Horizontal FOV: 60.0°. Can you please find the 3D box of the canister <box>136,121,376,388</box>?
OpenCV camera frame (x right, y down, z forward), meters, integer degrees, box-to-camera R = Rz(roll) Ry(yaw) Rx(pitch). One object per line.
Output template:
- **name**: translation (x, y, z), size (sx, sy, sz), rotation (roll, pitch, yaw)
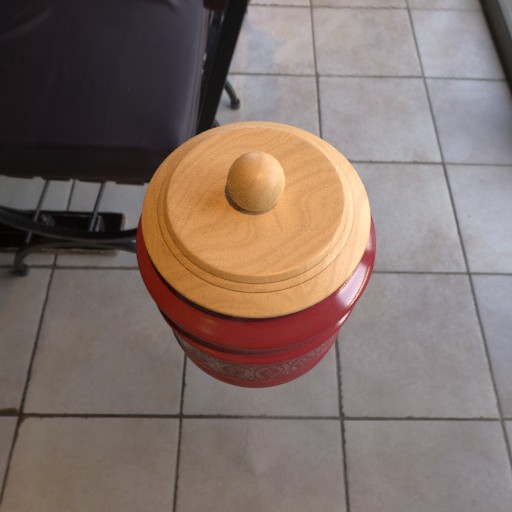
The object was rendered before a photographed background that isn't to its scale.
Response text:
- **canister**: translation (0.000, 0.000, 0.267), size (0.130, 0.176, 0.130), rotation (0, 64, 0)
